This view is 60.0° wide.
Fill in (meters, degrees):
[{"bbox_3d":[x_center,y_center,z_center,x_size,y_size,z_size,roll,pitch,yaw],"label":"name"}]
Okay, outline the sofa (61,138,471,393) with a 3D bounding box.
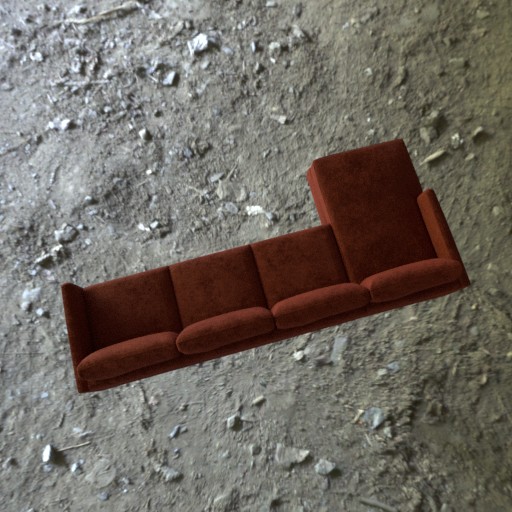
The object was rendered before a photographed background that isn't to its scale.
[{"bbox_3d":[0.000,0.000,2.919,2.467,0.663,1.136,-15,76,-4],"label":"sofa"}]
